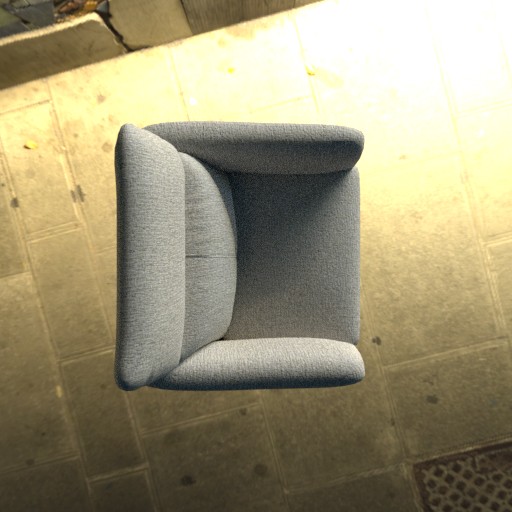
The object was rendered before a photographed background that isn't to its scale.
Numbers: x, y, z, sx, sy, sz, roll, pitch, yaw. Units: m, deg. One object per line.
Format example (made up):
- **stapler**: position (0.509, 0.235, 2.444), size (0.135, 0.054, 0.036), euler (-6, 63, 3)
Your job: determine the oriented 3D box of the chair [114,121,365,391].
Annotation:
- **chair**: position (0.000, 0.000, 1.680), size (0.835, 0.967, 0.972), euler (0, 90, 1)
